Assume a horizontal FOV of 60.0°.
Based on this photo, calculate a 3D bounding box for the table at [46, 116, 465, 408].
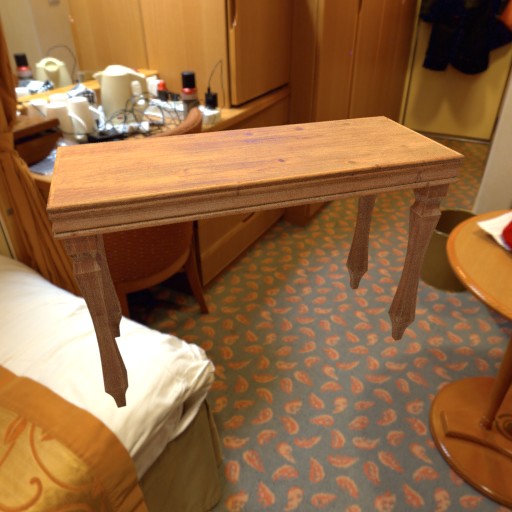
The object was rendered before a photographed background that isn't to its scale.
[{"bbox_3d":[0.000,0.000,1.784,1.330,0.873,0.522,-10,34,-15],"label":"table"}]
